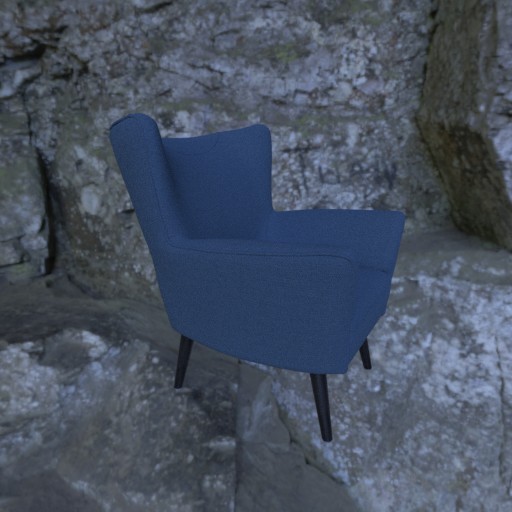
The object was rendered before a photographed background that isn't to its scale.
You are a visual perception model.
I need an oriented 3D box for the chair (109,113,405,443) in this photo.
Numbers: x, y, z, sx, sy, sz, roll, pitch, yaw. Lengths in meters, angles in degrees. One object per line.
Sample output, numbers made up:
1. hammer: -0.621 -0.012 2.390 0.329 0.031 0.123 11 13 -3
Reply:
1. chair: 0.000 0.000 1.566 0.888 0.933 0.781 7 16 27
